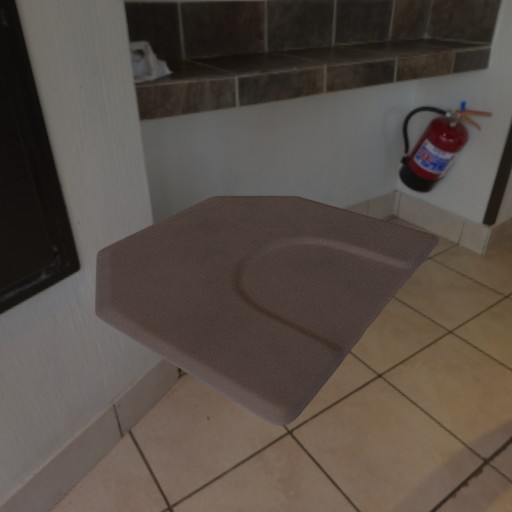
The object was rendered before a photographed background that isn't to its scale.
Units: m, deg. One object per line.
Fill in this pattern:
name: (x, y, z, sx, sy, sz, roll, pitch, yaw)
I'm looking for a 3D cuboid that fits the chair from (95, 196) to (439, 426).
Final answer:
chair: (0.000, 0.000, 1.972, 1.219, 0.024, 1.372, 21, 37, 31)
